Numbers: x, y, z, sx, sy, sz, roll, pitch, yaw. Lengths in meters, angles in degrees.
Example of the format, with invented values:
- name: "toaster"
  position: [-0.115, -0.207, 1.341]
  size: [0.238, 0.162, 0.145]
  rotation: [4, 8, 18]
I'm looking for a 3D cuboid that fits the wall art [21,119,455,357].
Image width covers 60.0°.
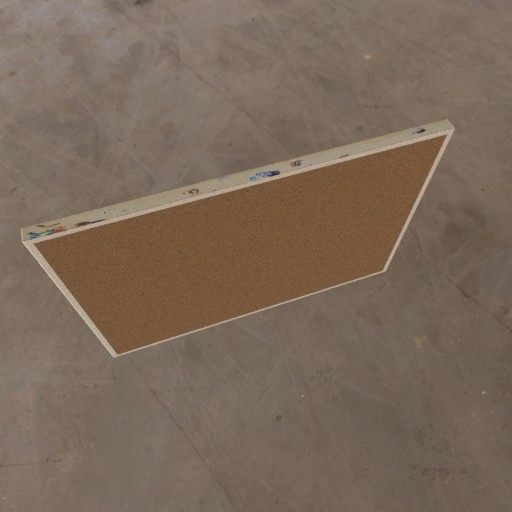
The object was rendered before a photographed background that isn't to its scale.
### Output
- name: "wall art"
  position: [0.000, 0.000, 1.437]
  size: [1.136, 0.769, 0.040]
  rotation: [-16, 59, -10]
